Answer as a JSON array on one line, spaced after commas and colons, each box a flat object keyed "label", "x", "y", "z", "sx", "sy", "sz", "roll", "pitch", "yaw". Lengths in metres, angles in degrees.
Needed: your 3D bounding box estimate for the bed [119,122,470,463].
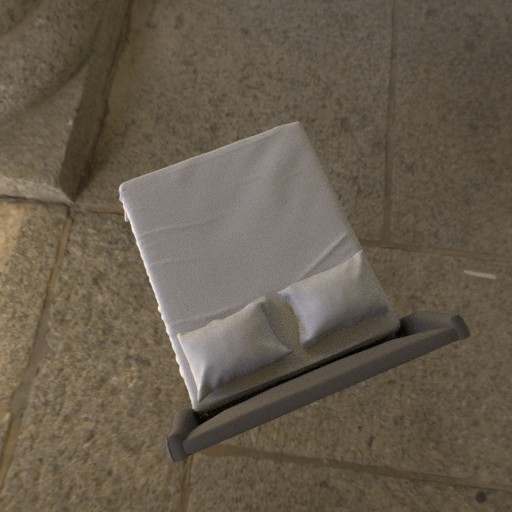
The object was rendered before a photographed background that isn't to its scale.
[{"label": "bed", "x": 0.000, "y": 0.000, "z": 3.476, "sx": 1.925, "sy": 1.332, "sz": 2.276, "roll": -21, "pitch": 75, "yaw": -6}]
